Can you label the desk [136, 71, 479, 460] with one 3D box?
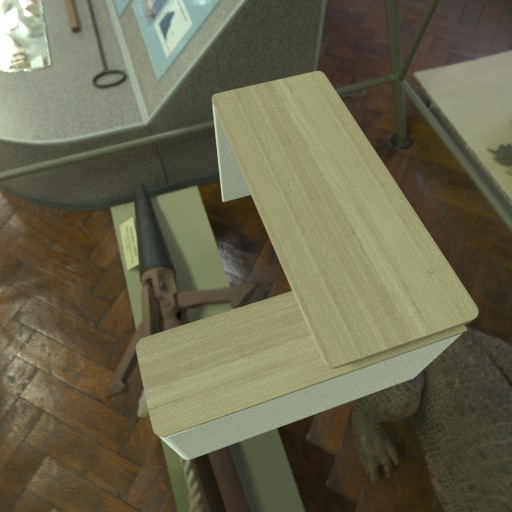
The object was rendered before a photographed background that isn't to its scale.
[{"bbox_3d":[0.000,0.000,2.098,1.175,0.770,1.400,-16,60,-10],"label":"desk"}]
